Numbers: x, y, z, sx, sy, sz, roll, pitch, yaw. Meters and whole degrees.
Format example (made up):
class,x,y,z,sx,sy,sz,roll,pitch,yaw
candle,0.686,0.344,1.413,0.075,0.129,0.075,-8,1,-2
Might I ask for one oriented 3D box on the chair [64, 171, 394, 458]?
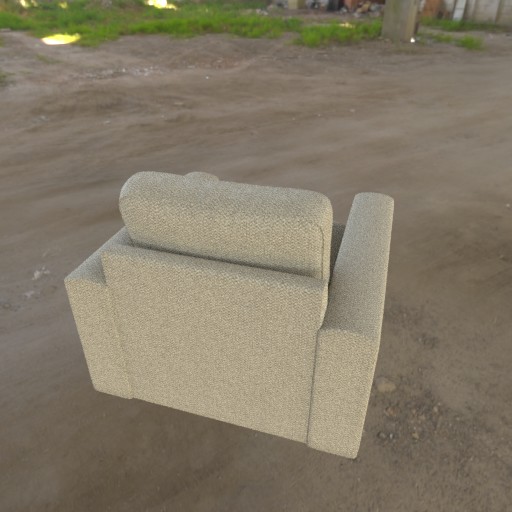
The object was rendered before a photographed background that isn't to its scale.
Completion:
class,x,y,z,sx,sy,sz,roll,pitch,yaw
chair,0.000,0.000,1.777,1.005,0.873,1.016,9,33,14
